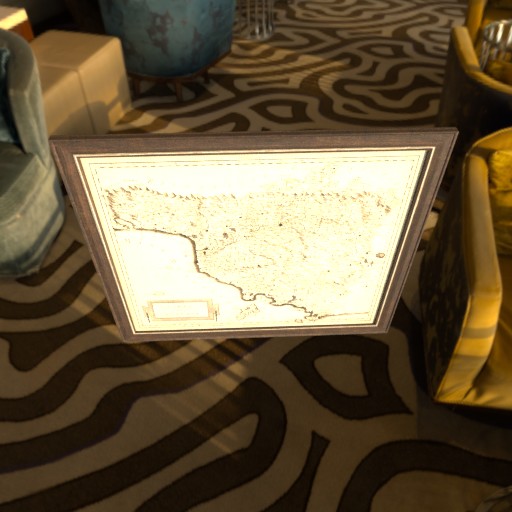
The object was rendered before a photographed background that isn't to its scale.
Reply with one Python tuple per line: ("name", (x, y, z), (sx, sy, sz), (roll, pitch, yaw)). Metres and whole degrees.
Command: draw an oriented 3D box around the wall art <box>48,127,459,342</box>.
("wall art", (0.000, 0.000, 1.430), (1.033, 0.875, 0.023), (-2, 45, -2))
